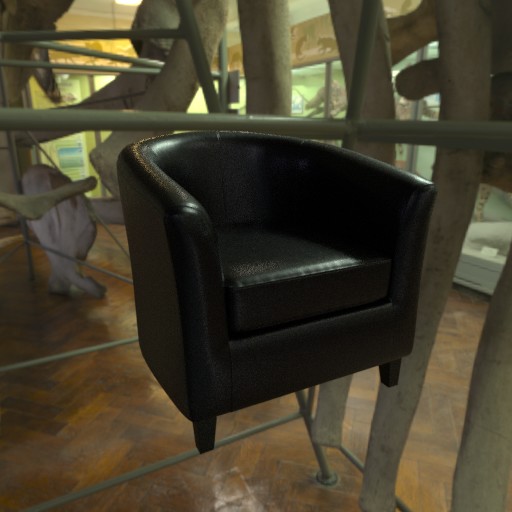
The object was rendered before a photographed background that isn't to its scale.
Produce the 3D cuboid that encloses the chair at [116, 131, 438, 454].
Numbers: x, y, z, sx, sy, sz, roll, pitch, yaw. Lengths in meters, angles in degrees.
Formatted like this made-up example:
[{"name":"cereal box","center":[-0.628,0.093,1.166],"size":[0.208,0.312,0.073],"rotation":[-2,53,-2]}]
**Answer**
[{"name":"chair","center":[0.000,0.000,1.412],"size":[0.793,0.756,0.727],"rotation":[-9,19,-26]}]
